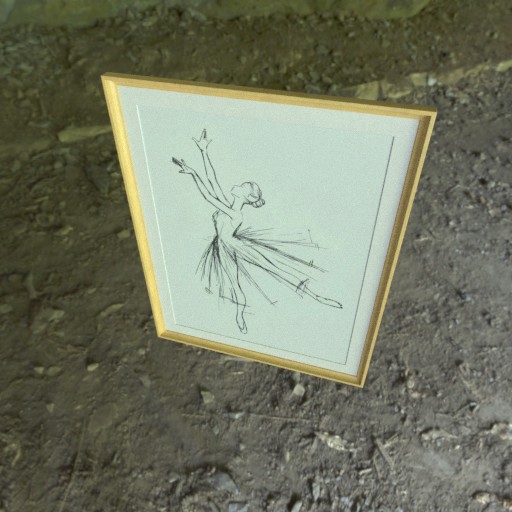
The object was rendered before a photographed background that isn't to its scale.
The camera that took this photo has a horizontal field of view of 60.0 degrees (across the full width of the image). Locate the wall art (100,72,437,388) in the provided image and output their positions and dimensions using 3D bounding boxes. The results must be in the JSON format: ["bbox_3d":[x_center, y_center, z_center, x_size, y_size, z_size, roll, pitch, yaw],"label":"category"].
[{"bbox_3d":[0.000,0.000,1.346,0.798,1.002,0.030,11,41,13],"label":"wall art"}]
